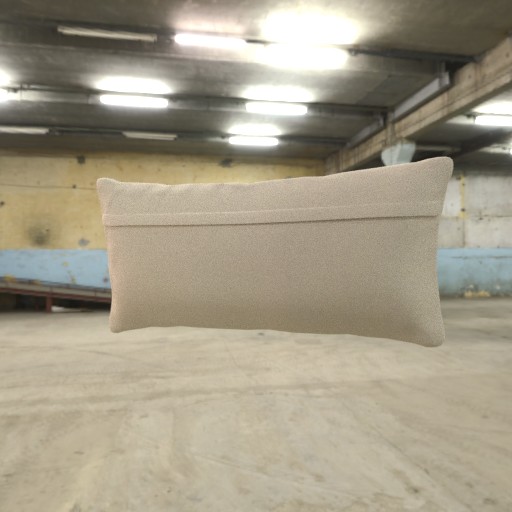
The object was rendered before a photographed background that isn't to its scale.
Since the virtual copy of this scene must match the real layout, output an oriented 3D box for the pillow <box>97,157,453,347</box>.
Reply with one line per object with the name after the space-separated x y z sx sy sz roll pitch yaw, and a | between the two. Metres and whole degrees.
0.000 0.000 0.749 0.609 0.292 0.155 0 -1 18 | pillow
